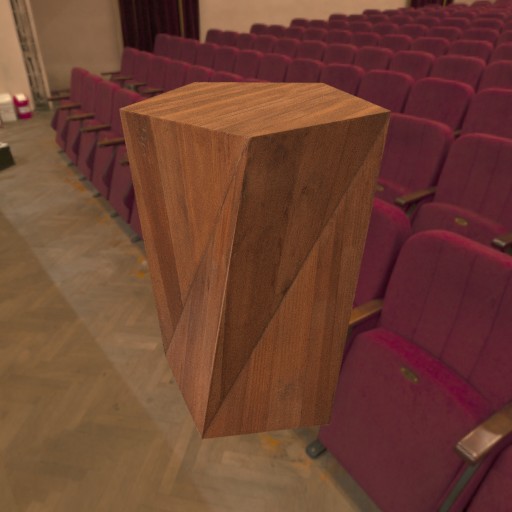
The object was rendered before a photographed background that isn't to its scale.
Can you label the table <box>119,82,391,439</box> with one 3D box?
[{"bbox_3d":[0.000,0.000,0.895,0.425,0.604,0.441,-18,35,-27],"label":"table"}]
